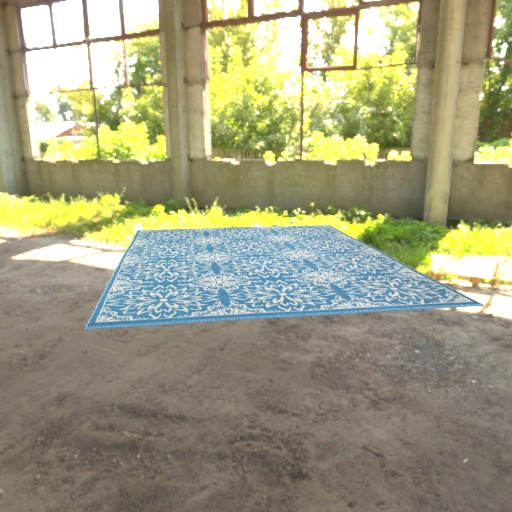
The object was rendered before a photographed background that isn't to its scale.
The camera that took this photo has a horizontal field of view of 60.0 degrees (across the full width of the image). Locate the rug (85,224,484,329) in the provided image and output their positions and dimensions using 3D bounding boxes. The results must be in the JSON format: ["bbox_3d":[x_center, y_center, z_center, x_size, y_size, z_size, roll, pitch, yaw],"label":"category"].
[{"bbox_3d":[0.000,0.000,3.947,2.350,0.018,2.964,-2,14,-9],"label":"rug"}]
